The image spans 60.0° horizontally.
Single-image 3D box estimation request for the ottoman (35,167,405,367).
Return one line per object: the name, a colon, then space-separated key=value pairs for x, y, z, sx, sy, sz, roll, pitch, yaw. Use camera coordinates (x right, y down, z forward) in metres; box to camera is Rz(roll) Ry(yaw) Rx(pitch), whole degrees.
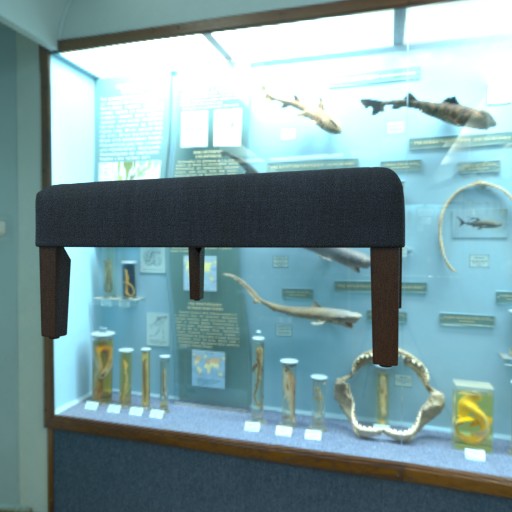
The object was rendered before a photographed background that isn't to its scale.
ottoman: x=0.000 y=0.000 z=1.395 sx=0.889 sy=0.411 sz=0.890 roll=0 pitch=1 yaw=19
